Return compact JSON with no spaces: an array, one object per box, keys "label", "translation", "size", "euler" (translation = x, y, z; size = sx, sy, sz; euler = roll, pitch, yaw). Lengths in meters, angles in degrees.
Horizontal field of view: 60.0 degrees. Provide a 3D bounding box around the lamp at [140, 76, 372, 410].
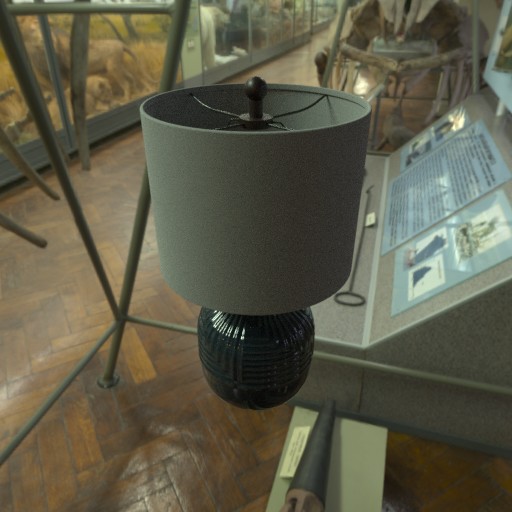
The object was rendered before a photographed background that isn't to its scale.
[{"label":"lamp","translation":[0.000,0.000,0.747],"size":[0.318,0.567,0.318],"euler":[0,31,0]}]
